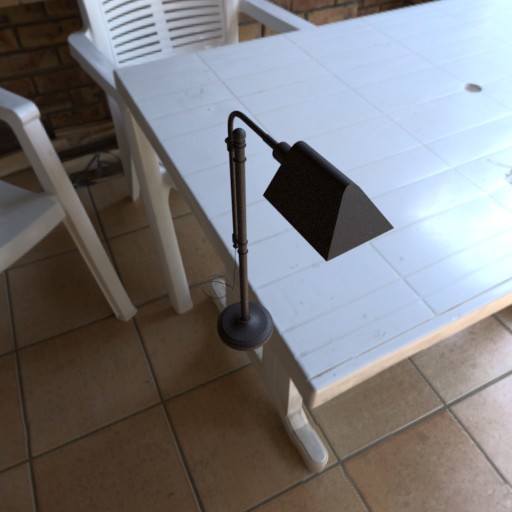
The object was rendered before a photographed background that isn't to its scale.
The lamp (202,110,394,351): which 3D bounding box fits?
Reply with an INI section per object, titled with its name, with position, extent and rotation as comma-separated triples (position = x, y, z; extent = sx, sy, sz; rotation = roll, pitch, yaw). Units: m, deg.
[lamp]
position = 0.000, 0.000, 0.964
extent = 0.159, 0.708, 0.545
rotation = -25, 52, -21
